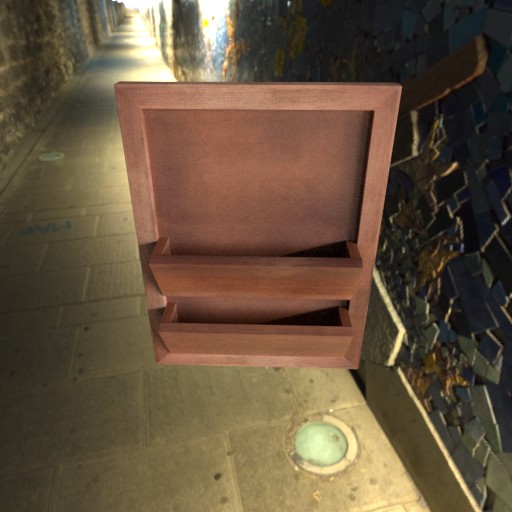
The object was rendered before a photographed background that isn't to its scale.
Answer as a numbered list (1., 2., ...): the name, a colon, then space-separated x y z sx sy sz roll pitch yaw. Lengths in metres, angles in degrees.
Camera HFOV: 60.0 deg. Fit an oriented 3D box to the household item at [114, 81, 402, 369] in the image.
1. household item: 0.000 0.000 0.564 0.310 0.407 0.067 1 30 2
